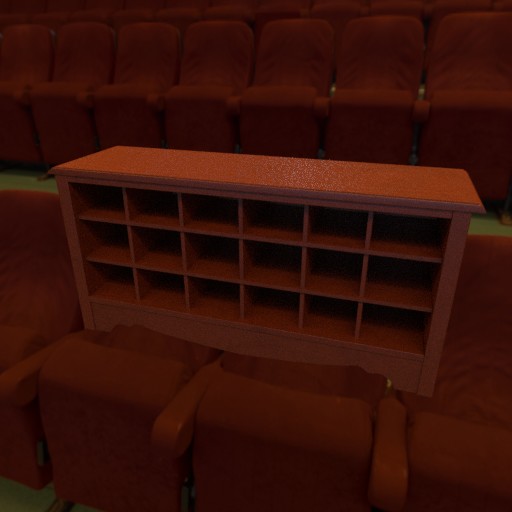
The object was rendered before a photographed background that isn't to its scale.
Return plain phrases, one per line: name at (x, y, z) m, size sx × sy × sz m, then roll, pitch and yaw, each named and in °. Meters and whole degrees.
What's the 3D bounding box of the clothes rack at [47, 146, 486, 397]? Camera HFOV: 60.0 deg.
clothes rack at (0.000, 0.000, 1.489) m, size 1.251 × 0.594 × 0.362 m, roll 8°, pitch 26°, yaw 16°
